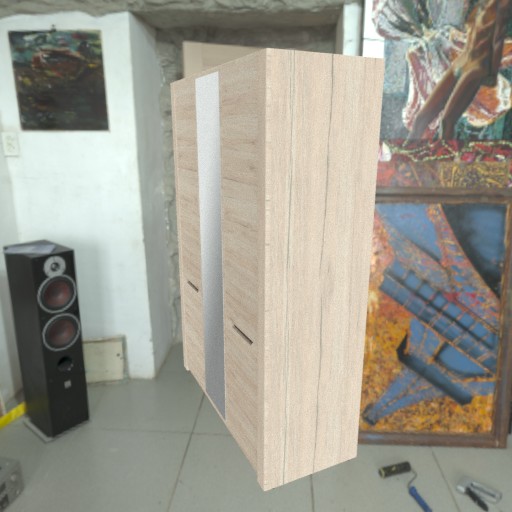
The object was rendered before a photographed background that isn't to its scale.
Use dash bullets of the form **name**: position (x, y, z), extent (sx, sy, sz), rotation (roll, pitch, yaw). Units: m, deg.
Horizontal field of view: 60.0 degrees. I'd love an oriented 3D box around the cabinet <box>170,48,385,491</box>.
- **cabinet**: position (0.000, 0.000, 2.697), extent (0.580, 2.070, 1.400), rotation (-7, 17, -25)
